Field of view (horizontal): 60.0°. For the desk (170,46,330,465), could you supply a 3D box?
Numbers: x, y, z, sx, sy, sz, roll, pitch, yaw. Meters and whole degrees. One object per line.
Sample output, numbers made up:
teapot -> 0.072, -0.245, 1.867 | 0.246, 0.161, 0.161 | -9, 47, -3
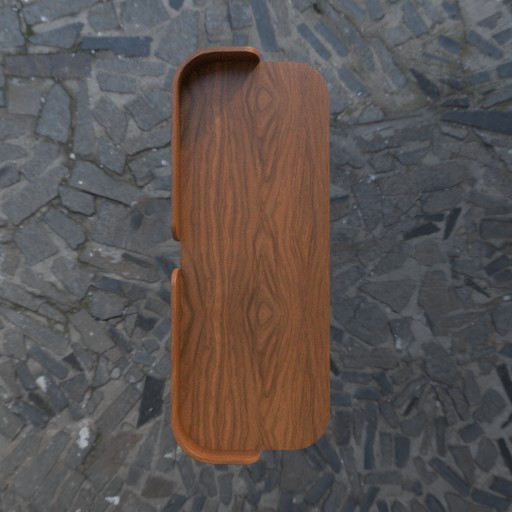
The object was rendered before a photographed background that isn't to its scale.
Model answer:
desk -> 0.000, 0.000, 1.730 | 0.486, 0.800, 1.256 | 0, 89, 2
